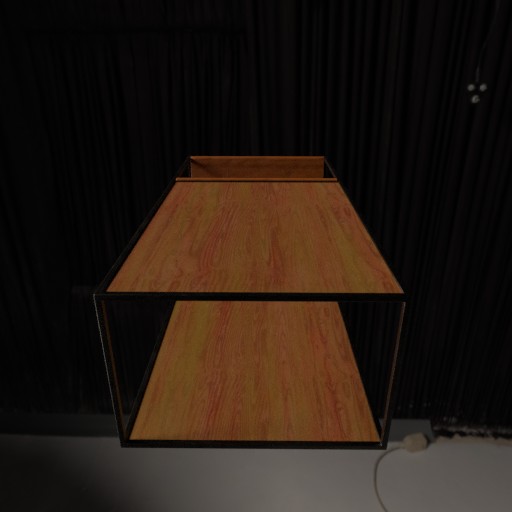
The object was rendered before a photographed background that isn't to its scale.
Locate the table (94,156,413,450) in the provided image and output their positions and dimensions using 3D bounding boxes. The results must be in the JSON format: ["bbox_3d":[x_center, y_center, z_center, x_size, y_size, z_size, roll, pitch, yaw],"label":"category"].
[{"bbox_3d":[0.000,0.000,1.454,0.597,0.403,1.199,0,25,1],"label":"table"}]
